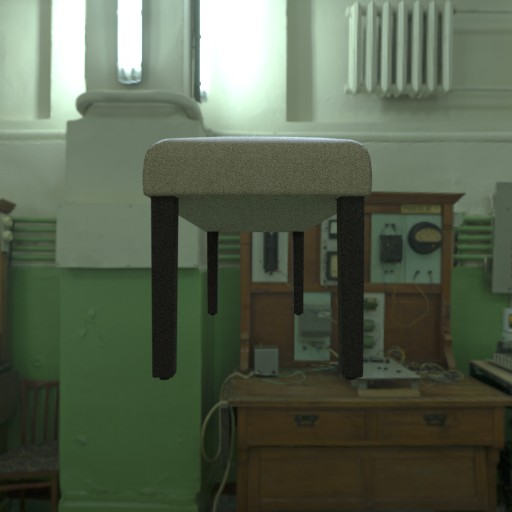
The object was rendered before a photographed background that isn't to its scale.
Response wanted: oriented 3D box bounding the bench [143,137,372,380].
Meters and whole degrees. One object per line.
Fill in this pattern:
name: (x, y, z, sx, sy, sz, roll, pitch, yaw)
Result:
bench: (0.000, 0.000, 1.280, 0.407, 0.456, 1.013, 0, -1, 0)
